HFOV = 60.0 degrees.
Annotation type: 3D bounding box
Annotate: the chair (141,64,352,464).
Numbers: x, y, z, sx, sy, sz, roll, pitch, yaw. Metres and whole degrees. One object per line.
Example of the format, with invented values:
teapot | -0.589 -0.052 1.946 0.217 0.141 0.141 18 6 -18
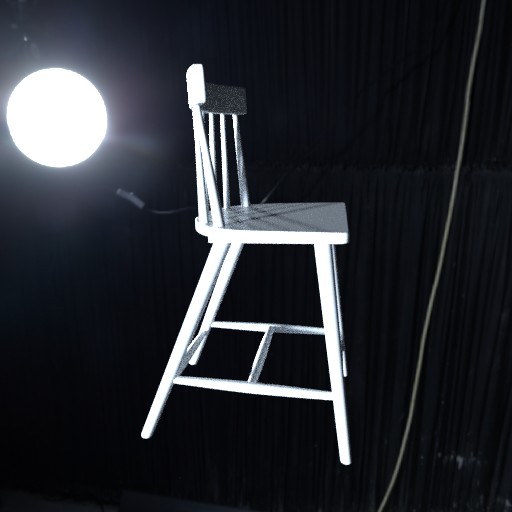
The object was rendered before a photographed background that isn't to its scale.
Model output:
chair | 0.000 0.000 1.264 0.572 0.952 0.483 3 15 10
